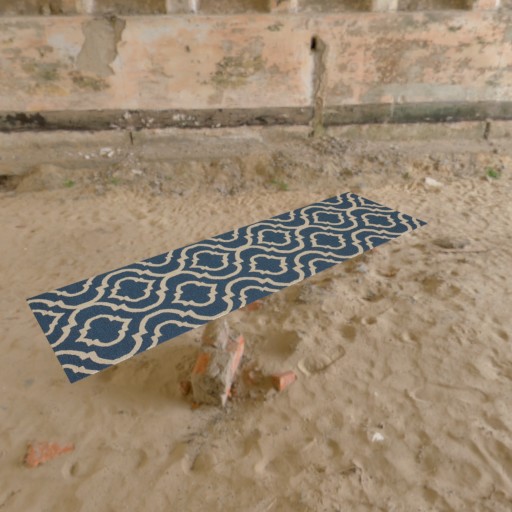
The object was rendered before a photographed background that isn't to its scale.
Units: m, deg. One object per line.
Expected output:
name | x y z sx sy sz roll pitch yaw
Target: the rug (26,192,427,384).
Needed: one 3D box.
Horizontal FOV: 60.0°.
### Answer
rug | 0.000 0.000 2.527 2.296 0.006 0.685 -21 36 -32
